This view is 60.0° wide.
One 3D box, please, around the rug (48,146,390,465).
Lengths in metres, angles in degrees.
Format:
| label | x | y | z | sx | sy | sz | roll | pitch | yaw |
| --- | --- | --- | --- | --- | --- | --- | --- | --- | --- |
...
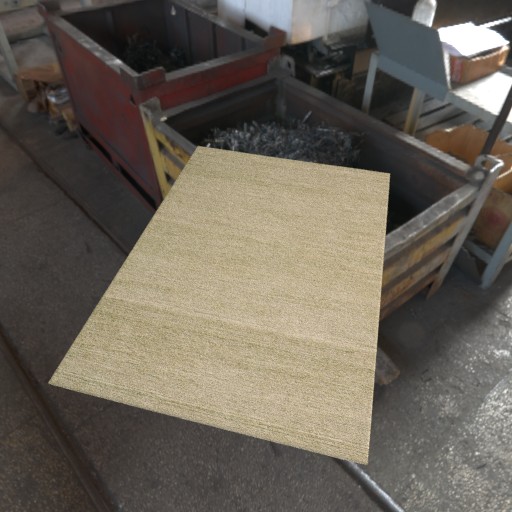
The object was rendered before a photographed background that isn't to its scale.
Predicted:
| label | x | y | z | sx | sy | sz | roll | pitch | yaw |
| --- | --- | --- | --- | --- | --- | --- | --- | --- | --- |
| rug | 0.000 | 0.000 | 4.985 | 2.782 | 0.025 | 3.935 | 10 | 47 | 10 |
